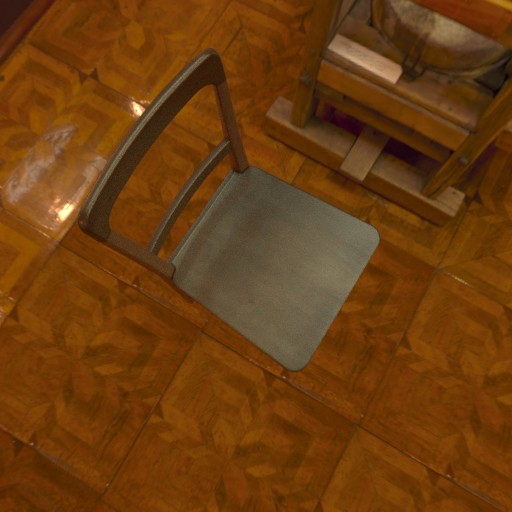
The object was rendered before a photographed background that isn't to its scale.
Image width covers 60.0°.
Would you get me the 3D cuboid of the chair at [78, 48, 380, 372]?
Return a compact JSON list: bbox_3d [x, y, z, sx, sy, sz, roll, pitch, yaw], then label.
[{"bbox_3d":[0.000,0.000,1.276,0.546,0.991,0.450,32,79,7],"label":"chair"}]
